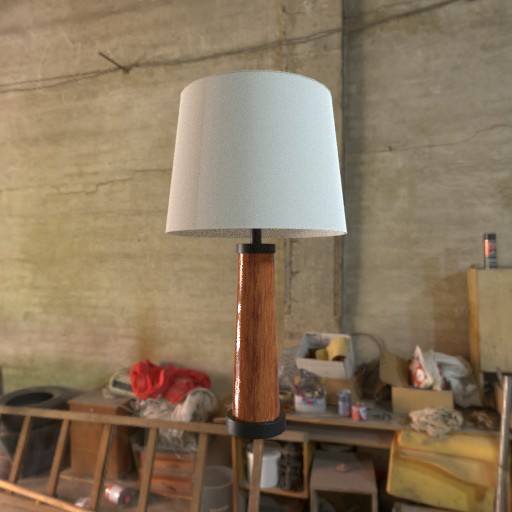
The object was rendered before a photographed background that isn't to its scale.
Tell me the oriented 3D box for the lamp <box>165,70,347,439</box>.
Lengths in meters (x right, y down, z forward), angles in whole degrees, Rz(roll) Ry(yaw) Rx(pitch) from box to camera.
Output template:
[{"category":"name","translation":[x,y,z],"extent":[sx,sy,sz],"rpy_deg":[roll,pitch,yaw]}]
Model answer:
[{"category":"lamp","translation":[0.000,0.000,0.864],"extent":[0.349,0.667,0.349],"rpy_deg":[0,0,0]}]
